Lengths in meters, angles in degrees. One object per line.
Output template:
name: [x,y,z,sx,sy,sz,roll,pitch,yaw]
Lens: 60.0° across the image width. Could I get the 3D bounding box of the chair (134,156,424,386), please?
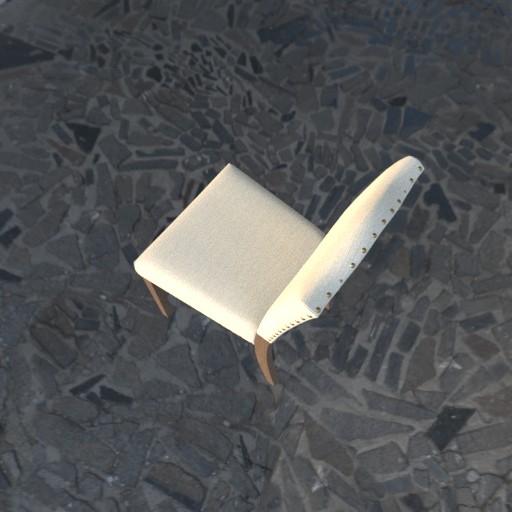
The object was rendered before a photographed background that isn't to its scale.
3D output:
chair: [0.000,0.000,1.395,0.619,1.015,0.508,34,69,15]
